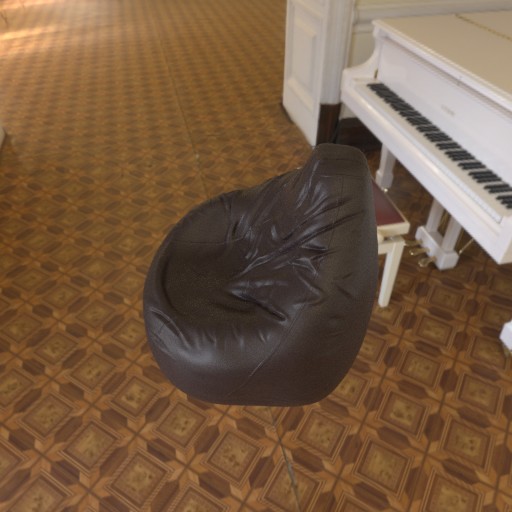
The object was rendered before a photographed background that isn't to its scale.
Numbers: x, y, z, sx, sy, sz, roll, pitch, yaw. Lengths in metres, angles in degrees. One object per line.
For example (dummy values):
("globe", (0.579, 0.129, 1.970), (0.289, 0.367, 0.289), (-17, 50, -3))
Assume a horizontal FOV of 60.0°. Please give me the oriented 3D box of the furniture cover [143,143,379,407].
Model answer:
("furniture cover", (0.000, 0.000, 1.955), (1.070, 0.990, 1.070), (-1, 41, -1))
